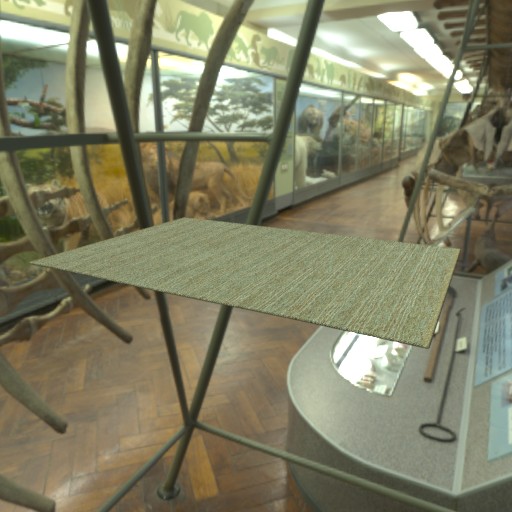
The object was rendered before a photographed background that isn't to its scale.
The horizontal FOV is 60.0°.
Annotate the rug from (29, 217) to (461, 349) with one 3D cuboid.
[{"bbox_3d":[0.000,0.000,2.252,1.824,0.010,1.240,8,18,27],"label":"rug"}]
